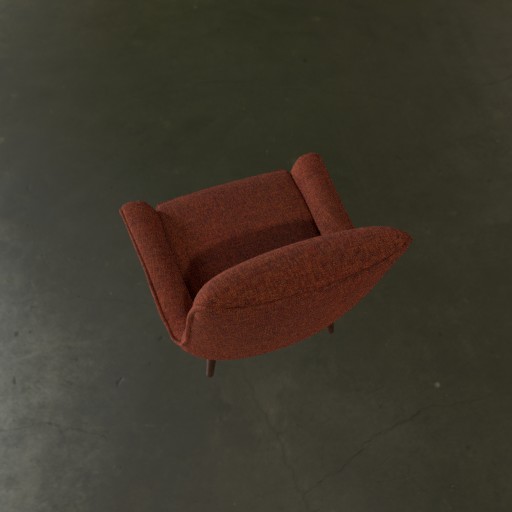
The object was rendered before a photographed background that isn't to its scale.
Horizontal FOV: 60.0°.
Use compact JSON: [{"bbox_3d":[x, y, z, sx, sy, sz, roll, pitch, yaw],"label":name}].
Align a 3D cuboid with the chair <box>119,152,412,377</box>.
[{"bbox_3d":[0.000,0.000,1.523,0.803,0.911,0.784,-17,59,-11],"label":"chair"}]
